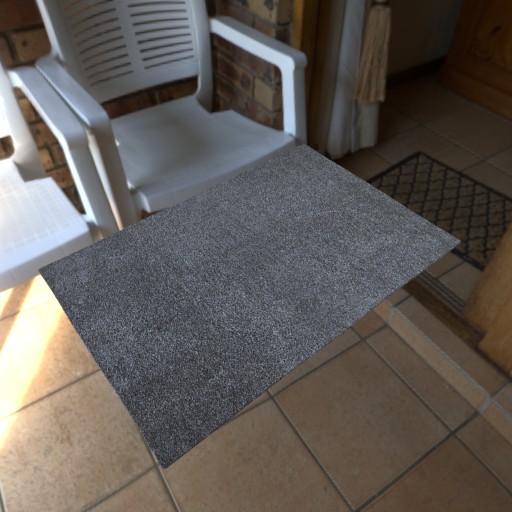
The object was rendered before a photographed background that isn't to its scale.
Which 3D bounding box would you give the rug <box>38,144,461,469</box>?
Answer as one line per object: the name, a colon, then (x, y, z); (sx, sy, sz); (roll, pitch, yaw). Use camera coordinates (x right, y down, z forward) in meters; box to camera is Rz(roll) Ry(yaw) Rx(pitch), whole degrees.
rug: (0.000, 0.000, 3.384); (2.699, 0.026, 1.802); (-30, 53, -26)
